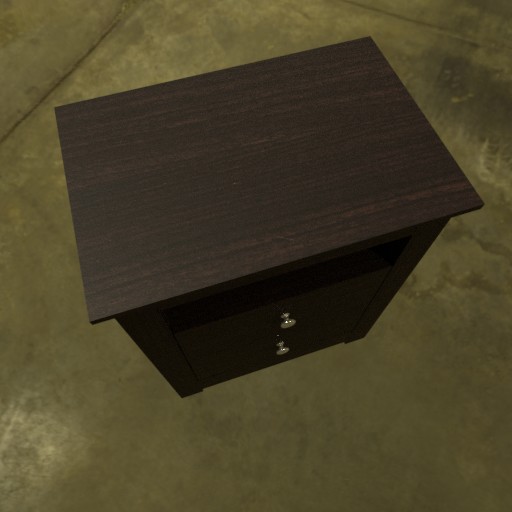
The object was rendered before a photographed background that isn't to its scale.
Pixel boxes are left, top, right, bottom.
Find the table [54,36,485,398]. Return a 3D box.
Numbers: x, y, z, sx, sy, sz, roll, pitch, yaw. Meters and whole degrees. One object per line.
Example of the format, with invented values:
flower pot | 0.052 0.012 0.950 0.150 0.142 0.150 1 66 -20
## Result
table | 0.000 0.000 1.024 0.591 0.711 0.406 -16 64 -8
